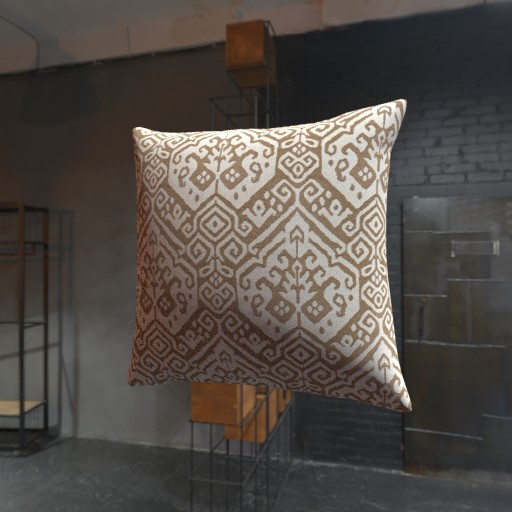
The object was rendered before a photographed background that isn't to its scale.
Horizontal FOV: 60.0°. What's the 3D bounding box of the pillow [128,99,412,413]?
[{"bbox_3d":[0.000,0.000,0.638,0.419,0.407,0.173,0,-1,17],"label":"pillow"}]
